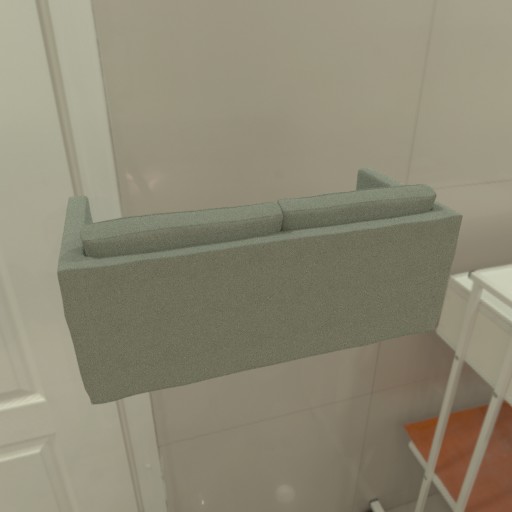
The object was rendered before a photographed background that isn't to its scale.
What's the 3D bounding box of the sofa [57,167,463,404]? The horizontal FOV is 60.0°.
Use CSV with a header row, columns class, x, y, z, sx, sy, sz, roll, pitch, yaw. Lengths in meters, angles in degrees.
class,x,y,z,sx,sy,sz,roll,pitch,yaw
sofa,0.000,0.000,2.532,1.987,0.870,0.940,-8,28,-16
